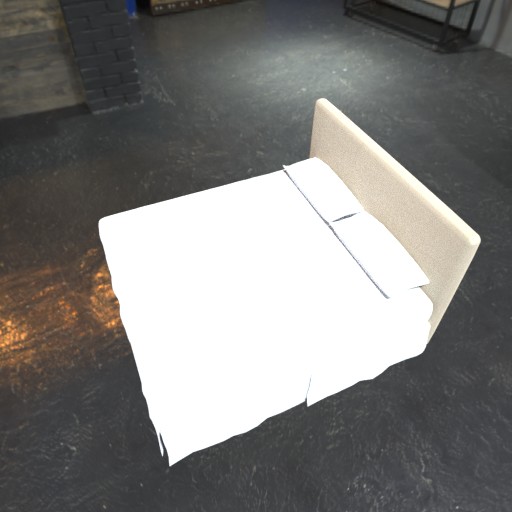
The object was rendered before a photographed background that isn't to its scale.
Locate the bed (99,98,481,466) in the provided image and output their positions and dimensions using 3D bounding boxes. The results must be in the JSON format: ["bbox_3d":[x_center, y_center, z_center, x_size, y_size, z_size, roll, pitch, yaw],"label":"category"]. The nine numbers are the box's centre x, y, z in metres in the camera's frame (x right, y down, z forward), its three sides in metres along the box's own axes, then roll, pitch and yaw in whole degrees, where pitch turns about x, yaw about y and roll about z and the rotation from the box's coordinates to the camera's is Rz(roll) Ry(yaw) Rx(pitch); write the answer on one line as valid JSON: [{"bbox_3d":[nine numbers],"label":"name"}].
[{"bbox_3d":[0.000,0.000,3.585,2.319,1.317,2.119,-18,49,-16],"label":"bed"}]
